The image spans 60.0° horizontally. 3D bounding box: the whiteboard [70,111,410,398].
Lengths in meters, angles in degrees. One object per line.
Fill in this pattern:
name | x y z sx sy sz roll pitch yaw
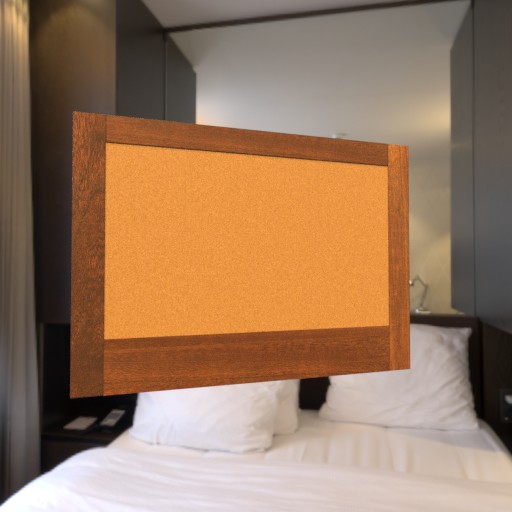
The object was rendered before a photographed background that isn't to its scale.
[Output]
whiteboard | 0.000 0.000 1.024 0.783 0.559 0.083 0 -2 -18
